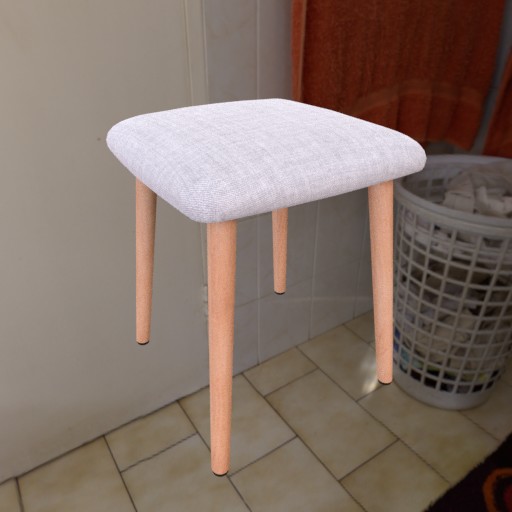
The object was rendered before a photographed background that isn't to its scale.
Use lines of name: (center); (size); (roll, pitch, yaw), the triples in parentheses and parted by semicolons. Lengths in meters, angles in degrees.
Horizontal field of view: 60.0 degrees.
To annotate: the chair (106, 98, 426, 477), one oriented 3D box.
chair: (0.000, 0.000, 0.706); (0.350, 0.440, 0.350); (-17, 34, -27)
